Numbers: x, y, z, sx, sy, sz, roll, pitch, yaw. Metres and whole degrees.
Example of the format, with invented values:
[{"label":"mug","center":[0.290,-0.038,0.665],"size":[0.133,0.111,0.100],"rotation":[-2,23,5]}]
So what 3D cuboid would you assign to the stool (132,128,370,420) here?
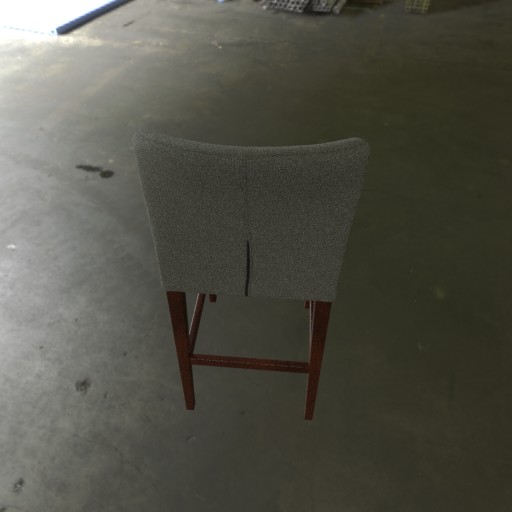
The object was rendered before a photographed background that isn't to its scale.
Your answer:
[{"label":"stool","center":[0.000,0.000,1.348],"size":[0.486,1.069,0.568],"rotation":[4,46,3]}]
